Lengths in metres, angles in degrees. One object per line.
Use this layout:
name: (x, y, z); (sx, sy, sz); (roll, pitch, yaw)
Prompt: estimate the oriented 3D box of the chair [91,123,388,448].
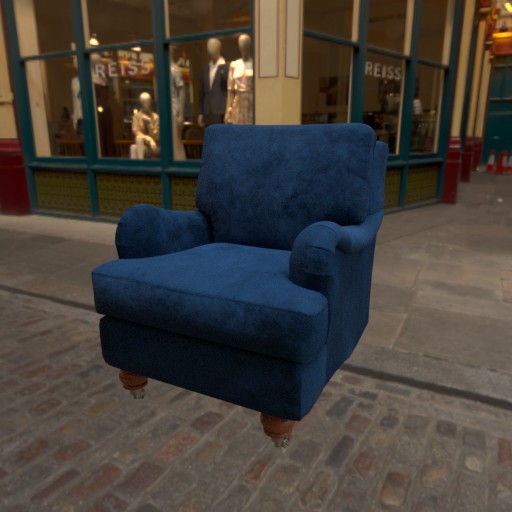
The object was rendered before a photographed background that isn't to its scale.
chair: (0.000, 0.000, 1.868); (0.895, 1.076, 1.078); (8, 18, 26)
